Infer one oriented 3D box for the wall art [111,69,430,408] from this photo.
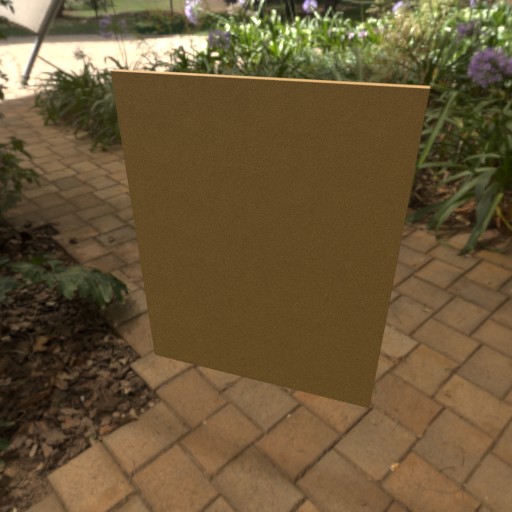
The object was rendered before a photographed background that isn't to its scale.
[{"bbox_3d":[0.000,0.000,1.327,0.798,1.002,0.030,10,32,16],"label":"wall art"}]
